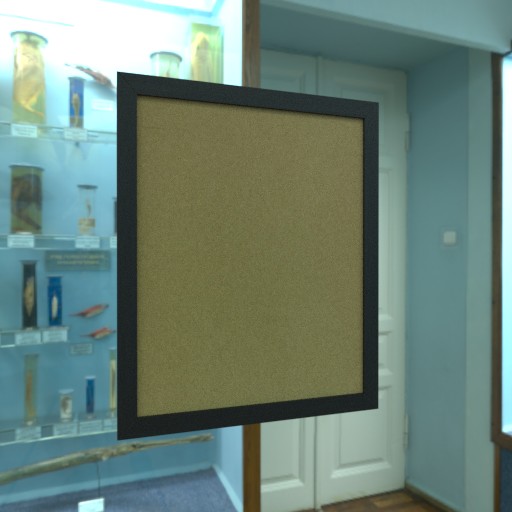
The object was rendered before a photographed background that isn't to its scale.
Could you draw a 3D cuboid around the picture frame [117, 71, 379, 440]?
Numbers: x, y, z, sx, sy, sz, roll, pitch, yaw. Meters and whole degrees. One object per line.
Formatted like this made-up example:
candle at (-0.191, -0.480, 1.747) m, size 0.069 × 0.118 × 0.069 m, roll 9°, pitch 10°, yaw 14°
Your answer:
picture frame at (0.000, 0.000, 0.756) m, size 0.452 × 0.555 × 0.044 m, roll 0°, pitch 0°, yaw -18°
